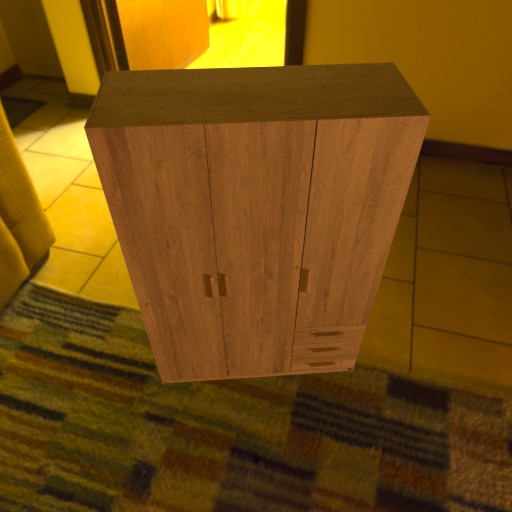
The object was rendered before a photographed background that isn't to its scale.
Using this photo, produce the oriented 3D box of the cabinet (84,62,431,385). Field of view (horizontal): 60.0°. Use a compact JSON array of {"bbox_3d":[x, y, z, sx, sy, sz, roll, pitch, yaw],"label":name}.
[{"bbox_3d":[0.000,0.000,2.490,1.290,1.910,0.510,-3,46,-3],"label":"cabinet"}]
